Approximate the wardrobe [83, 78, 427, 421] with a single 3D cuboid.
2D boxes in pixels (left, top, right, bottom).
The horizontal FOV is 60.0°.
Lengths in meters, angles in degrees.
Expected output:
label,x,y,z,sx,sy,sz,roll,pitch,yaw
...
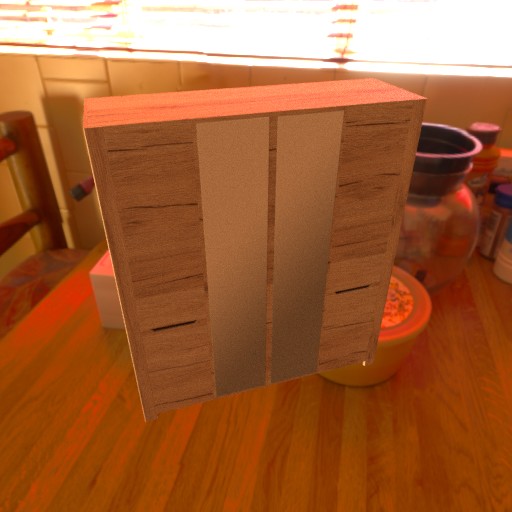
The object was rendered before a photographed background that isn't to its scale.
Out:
label,x,y,z,sx,sy,sz,roll,pitch,yaw
wardrobe,0.000,0.000,3.009,1.810,2.070,0.580,-10,34,-15
